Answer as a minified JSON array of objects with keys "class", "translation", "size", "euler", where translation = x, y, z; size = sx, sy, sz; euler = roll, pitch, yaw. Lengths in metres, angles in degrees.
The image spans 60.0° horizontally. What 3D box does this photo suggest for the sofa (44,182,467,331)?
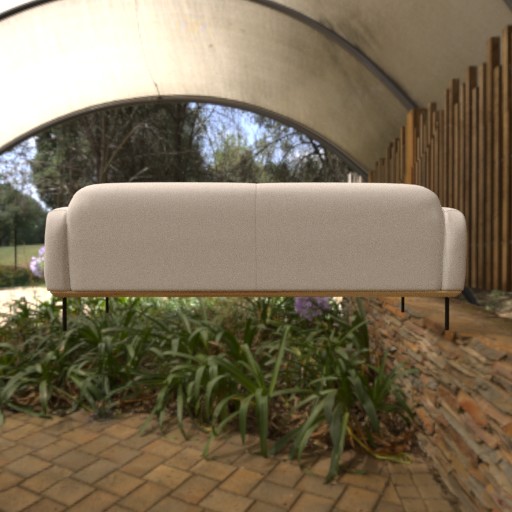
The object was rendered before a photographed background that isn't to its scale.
[{"class":"sofa","translation":[0.000,0.000,2.671],"size":[2.257,0.780,0.880],"euler":[0,1,-1]}]
